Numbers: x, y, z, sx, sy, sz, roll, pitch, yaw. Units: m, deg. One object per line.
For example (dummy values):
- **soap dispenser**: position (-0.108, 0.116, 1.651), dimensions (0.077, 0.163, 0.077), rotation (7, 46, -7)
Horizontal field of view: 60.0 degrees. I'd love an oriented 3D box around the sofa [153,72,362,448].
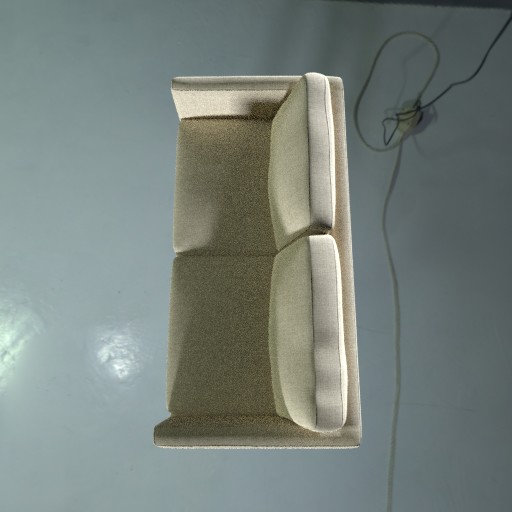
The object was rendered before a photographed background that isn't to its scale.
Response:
- **sofa**: position (0.000, 0.000, 2.422), dimensions (0.950, 0.963, 1.884), rotation (0, 76, 0)
